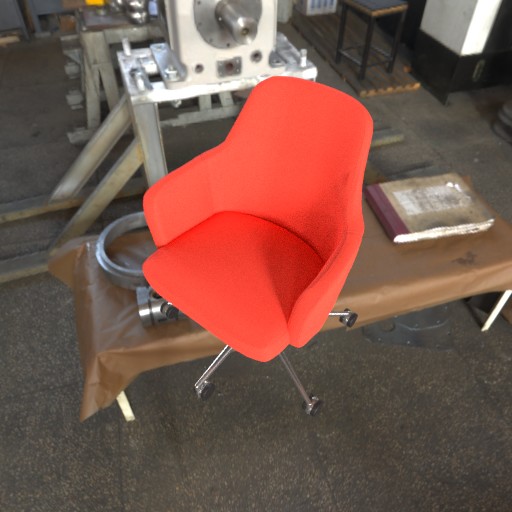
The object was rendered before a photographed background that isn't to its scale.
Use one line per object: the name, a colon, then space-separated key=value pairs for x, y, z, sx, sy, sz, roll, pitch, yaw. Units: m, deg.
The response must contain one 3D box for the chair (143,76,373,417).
chair: x=0.000 y=0.000 z=1.272 sx=0.655 sy=0.820 sz=0.600 roll=31 pitch=53 yaw=26
